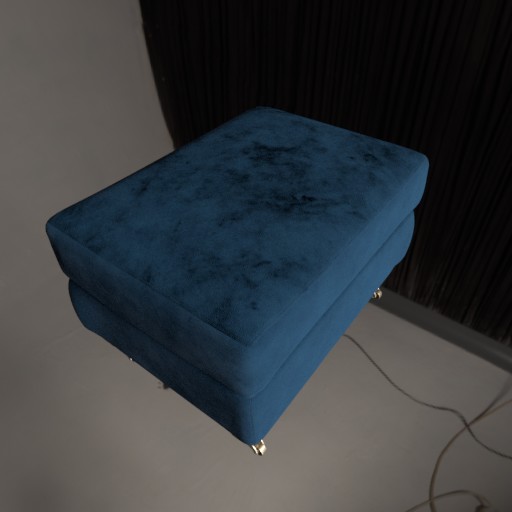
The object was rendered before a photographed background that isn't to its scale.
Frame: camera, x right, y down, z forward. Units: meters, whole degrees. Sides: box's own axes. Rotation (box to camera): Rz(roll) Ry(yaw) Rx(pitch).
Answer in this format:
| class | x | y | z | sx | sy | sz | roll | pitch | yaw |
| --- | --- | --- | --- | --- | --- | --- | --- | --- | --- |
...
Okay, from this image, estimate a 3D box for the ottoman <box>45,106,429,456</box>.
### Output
| class | x | y | z | sx | sy | sz | roll | pitch | yaw |
| --- | --- | --- | --- | --- | --- | --- | --- | --- | --- |
| ottoman | 0.000 | 0.000 | 1.145 | 0.572 | 0.503 | 0.773 | 26 | 48 | 27 |
